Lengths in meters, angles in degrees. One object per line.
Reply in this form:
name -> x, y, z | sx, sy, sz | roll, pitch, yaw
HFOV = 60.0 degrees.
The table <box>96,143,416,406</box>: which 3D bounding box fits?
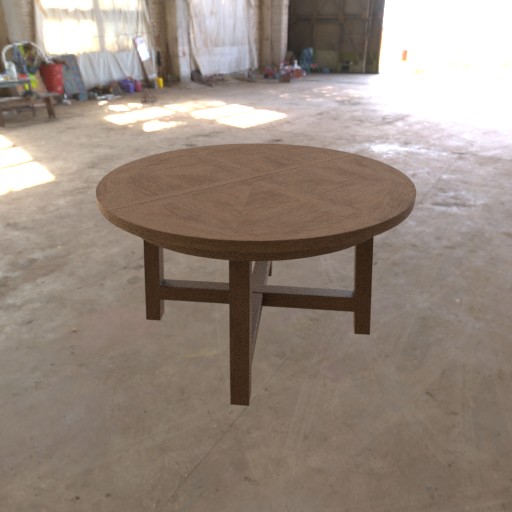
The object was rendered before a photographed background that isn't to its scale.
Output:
table -> 0.000, 0.000, 2.086 | 1.319, 0.762, 1.319 | 0, 27, 0
